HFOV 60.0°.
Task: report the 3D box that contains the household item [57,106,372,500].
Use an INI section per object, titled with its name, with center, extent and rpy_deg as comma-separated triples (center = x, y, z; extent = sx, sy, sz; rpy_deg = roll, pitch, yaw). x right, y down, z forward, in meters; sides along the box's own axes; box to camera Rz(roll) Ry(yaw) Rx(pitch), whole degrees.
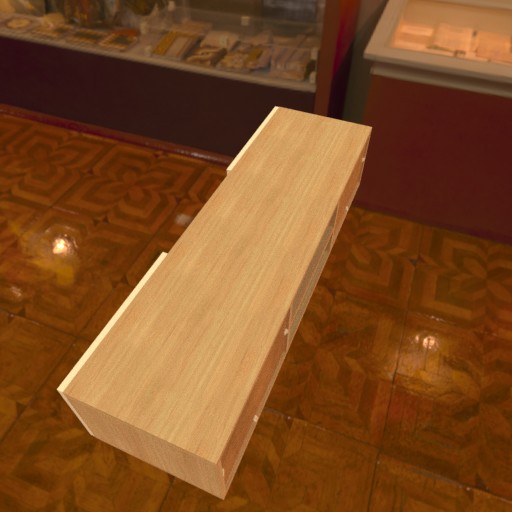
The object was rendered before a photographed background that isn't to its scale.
[household item]
center = 0.000, 0.000, 1.530
extent = 0.420, 0.310, 1.400
rpy_deg = 18, 50, 15
